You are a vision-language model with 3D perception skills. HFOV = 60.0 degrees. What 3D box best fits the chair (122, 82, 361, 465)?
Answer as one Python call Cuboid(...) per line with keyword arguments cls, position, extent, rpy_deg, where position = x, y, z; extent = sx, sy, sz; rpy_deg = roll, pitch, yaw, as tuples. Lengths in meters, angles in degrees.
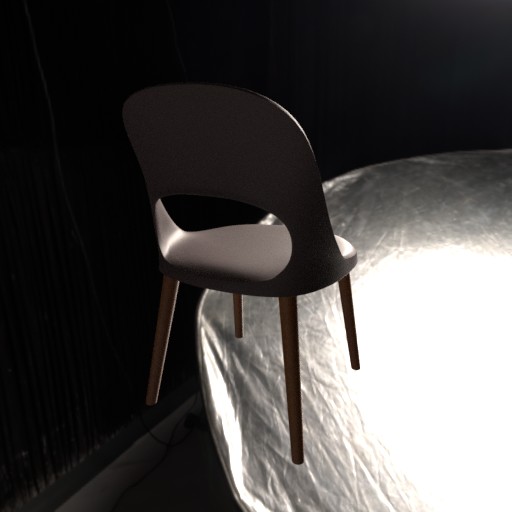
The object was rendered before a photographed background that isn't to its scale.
Cuboid(cls="chair", position=(0.000, 0.000, 1.136), extent=(0.470, 0.794, 0.556), rpy_deg=(9, 19, 28))
